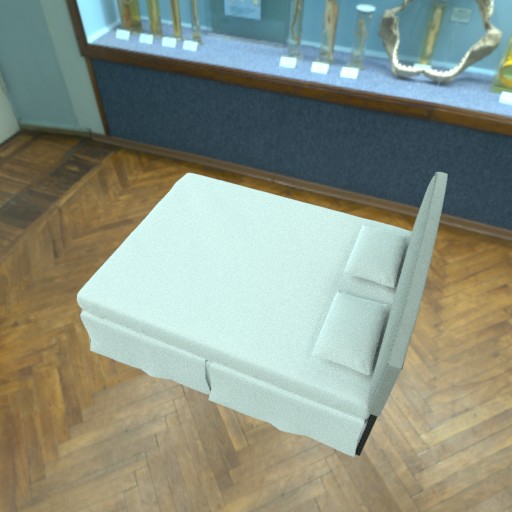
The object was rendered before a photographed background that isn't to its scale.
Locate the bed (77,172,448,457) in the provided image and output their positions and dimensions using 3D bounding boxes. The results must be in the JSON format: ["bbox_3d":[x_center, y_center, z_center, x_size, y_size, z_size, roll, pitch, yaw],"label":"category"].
[{"bbox_3d":[0.000,0.000,2.947,1.999,1.270,1.558,17,49,16],"label":"bed"}]
